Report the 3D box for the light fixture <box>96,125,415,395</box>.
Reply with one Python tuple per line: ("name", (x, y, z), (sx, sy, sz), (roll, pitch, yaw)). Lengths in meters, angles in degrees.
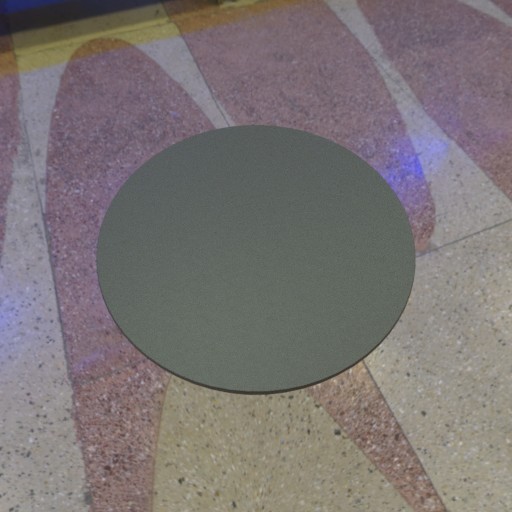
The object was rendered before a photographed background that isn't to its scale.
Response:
("light fixture", (0.000, 0.000, 0.559), (0.368, 0.100, 0.368), (0, 58, 0))
